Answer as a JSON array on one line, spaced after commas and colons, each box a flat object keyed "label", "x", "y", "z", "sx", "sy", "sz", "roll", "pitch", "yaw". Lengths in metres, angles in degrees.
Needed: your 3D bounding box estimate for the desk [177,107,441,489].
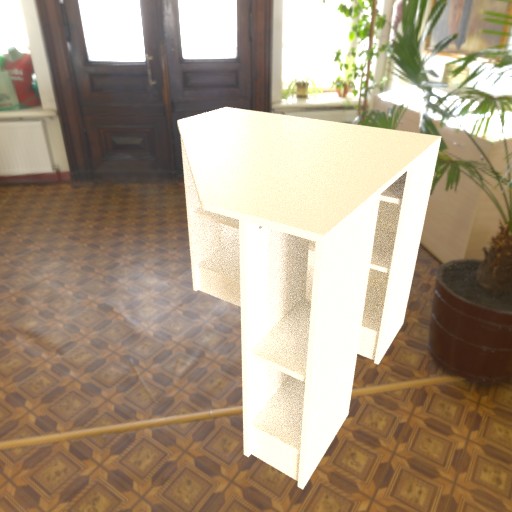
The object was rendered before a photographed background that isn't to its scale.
[{"label": "desk", "x": 0.000, "y": 0.000, "z": 1.639, "sx": 0.940, "sy": 0.818, "sz": 0.926, "roll": 18, "pitch": 34, "yaw": 29}]
